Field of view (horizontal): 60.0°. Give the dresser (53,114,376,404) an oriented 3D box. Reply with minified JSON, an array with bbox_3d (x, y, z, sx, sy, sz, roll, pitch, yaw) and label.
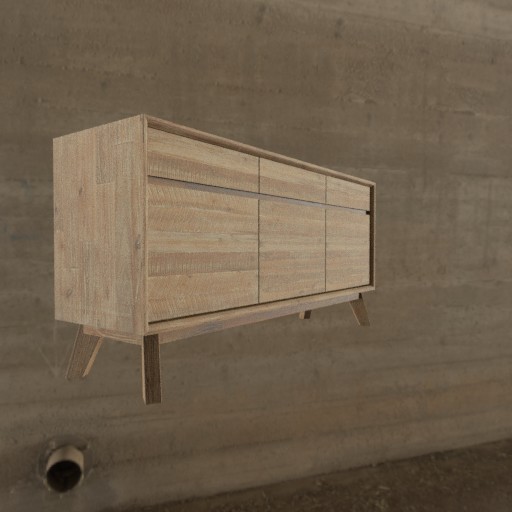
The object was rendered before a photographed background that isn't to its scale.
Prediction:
[{"bbox_3d":[0.000,0.000,1.959,0.455,0.788,1.602,1,2,37],"label":"dresser"}]
